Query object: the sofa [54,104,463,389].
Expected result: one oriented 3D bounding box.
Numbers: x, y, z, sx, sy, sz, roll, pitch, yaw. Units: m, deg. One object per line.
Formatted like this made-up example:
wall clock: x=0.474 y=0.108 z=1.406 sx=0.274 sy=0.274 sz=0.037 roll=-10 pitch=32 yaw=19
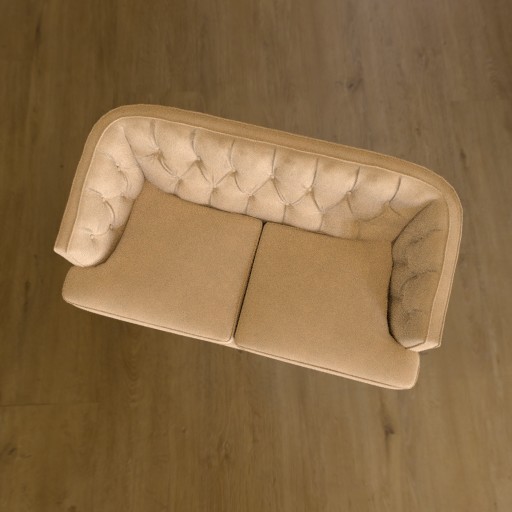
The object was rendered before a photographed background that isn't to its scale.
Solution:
sofa: x=0.000 y=0.000 z=2.228 sx=1.731 sy=0.878 sz=0.940 roll=14 pitch=75 yaw=4
